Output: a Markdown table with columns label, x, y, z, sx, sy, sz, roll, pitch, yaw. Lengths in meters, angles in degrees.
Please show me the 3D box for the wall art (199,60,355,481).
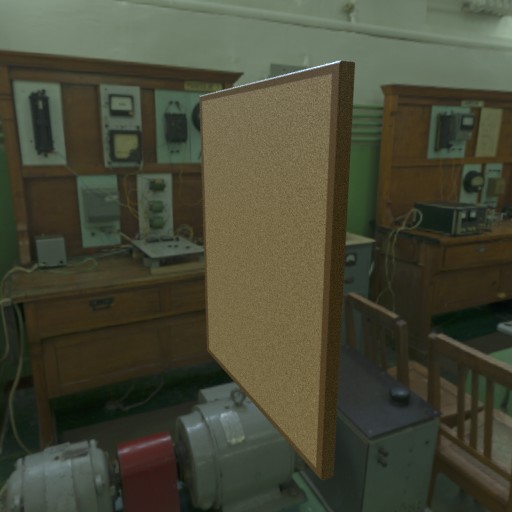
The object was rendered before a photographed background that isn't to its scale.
| label | x | y | z | sx | sy | sz | roll | pitch | yaw |
| --- | --- | --- | --- | --- | --- | --- | --- | --- | --- |
| wall art | 0.000 | 0.000 | 0.752 | 0.021 | 0.550 | 0.449 | -7 | 16 | -26 |
